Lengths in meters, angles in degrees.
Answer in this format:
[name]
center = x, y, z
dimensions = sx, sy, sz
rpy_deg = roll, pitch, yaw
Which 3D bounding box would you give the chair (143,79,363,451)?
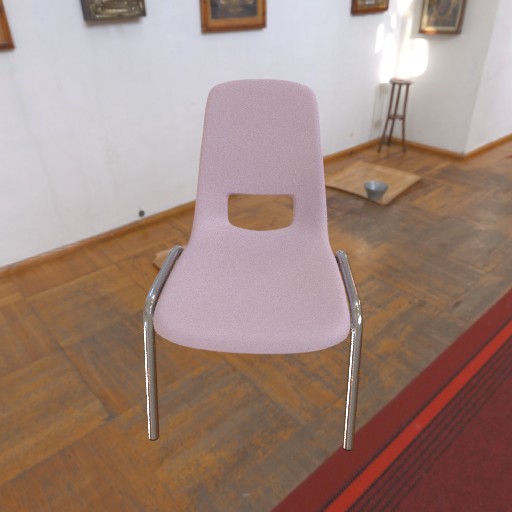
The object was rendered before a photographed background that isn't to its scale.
[chair]
center = 0.000, 0.000, 0.788
dimensions = 0.354, 0.536, 0.385
rpy_deg = 2, 30, 3
